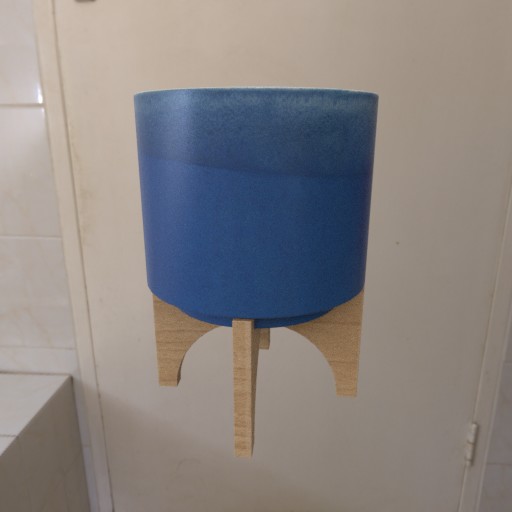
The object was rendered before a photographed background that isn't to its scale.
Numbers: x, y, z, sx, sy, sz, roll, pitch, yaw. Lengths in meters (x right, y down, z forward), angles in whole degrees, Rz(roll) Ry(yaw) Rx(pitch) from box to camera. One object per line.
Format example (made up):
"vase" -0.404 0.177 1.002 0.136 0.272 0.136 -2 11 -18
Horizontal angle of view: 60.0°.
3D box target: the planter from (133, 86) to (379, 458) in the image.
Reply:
"planter" 0.000 0.000 0.540 0.261 0.367 0.261 0 17 0
